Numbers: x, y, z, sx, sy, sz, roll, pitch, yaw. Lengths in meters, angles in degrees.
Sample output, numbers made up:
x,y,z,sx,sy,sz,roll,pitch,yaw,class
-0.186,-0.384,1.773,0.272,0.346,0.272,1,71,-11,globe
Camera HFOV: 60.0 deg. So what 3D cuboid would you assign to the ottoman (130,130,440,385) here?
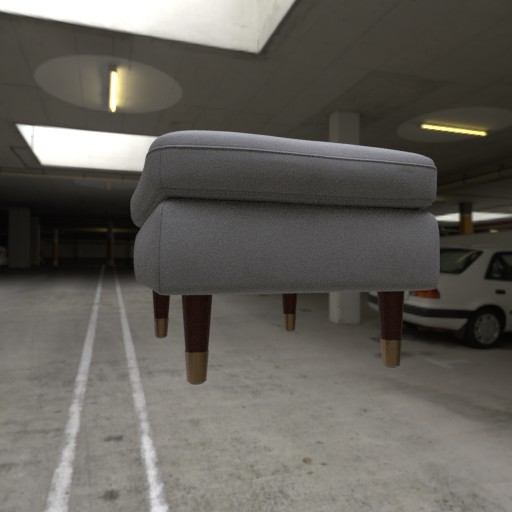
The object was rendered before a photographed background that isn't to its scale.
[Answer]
x,y,z,sx,sy,sz,roll,pitch,yaw,class
0.000,0.000,1.126,0.593,0.478,0.747,1,-2,-19,ottoman
